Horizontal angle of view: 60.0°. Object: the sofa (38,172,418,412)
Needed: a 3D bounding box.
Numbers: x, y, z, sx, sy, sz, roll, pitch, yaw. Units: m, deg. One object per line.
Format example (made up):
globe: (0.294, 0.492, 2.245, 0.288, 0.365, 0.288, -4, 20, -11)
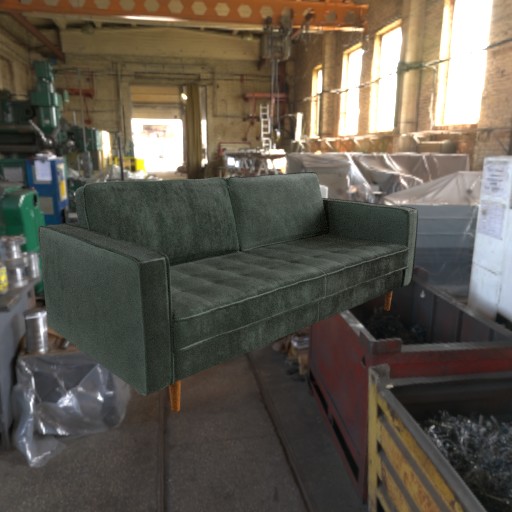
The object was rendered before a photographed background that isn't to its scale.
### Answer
sofa: (0.000, 0.000, 2.244, 1.816, 0.781, 0.886, -13, 18, -43)
